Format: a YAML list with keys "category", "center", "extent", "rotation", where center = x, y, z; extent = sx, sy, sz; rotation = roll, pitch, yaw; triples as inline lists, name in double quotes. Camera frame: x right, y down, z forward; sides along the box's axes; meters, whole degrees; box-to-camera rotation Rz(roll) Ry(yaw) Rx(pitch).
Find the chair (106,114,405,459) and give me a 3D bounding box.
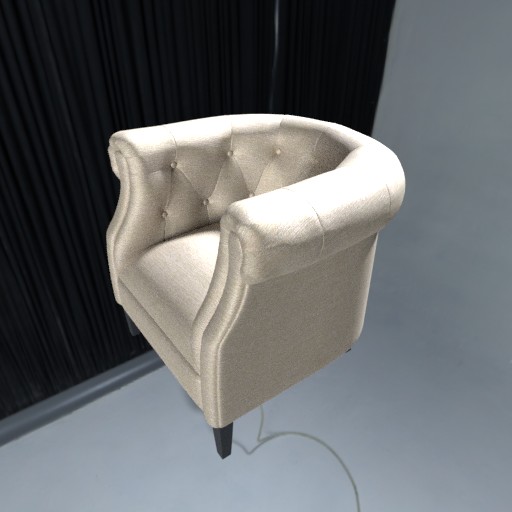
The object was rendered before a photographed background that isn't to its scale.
- category: "chair"
  center: [0.000, 0.000, 1.583]
  extent: [0.852, 0.827, 0.905]
  rotation: [-21, 37, -30]
